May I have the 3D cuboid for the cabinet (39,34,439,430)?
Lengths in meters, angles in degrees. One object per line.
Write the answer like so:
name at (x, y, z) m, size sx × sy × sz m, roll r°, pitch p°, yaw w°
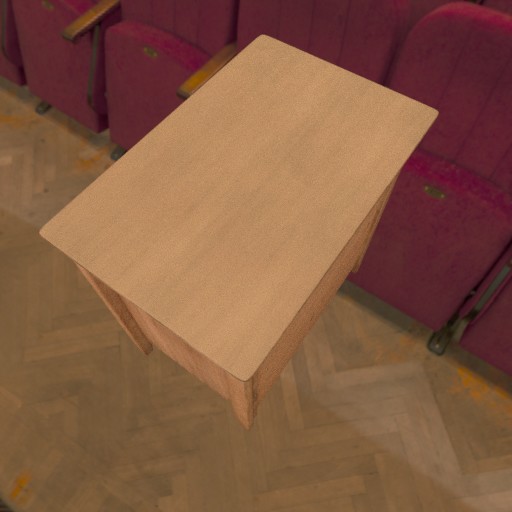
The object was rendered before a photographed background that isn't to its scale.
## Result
cabinet at (0.000, 0.000, 1.267) m, size 0.503 × 0.762 × 0.763 m, roll 32°, pitch 65°, yaw 17°
